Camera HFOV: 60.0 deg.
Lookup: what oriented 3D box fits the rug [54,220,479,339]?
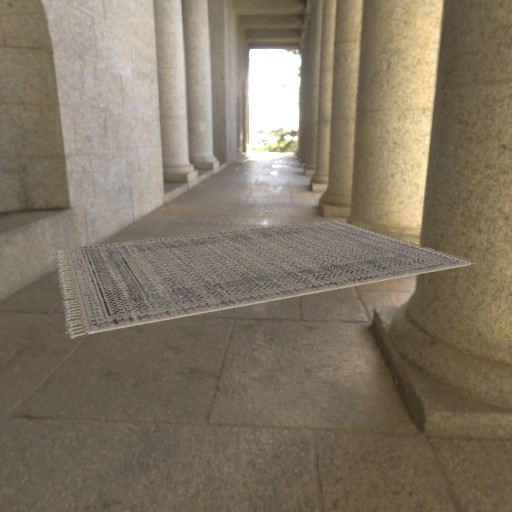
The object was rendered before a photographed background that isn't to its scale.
[{"bbox_3d":[0.000,0.000,3.018,2.486,0.013,1.548,-8,18,-24],"label":"rug"}]
